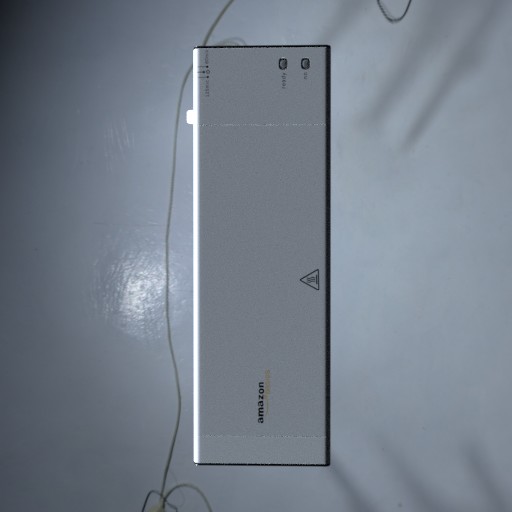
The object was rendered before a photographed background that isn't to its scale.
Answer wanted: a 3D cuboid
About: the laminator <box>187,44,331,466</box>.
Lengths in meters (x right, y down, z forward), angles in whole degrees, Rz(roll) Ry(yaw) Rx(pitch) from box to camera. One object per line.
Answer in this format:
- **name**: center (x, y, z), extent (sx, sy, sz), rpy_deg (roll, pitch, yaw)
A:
- **laminator**: center (0.000, 0.000, 0.388), extent (0.123, 0.062, 0.340), rpy_deg (0, 90, 1)
